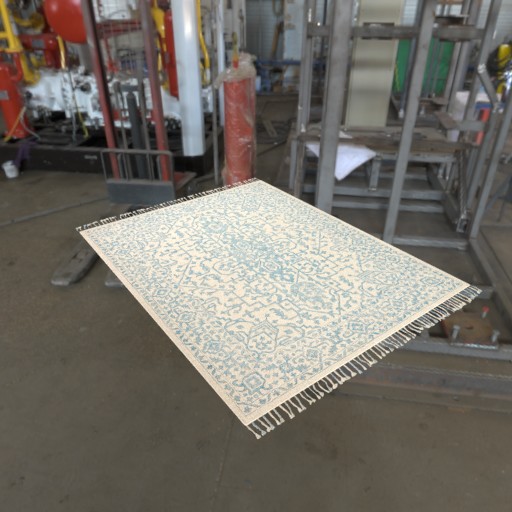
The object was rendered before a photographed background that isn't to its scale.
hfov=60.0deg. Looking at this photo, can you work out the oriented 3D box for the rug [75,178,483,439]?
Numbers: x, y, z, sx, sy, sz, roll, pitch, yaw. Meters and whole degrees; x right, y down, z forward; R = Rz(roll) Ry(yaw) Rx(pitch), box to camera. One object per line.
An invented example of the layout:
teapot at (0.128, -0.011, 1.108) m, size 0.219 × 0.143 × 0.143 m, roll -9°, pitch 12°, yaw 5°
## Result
rug at (0.000, 0.000, 4.324) m, size 2.464 × 0.010 × 3.327 m, roll -21°, pitch 38°, yaw -31°
